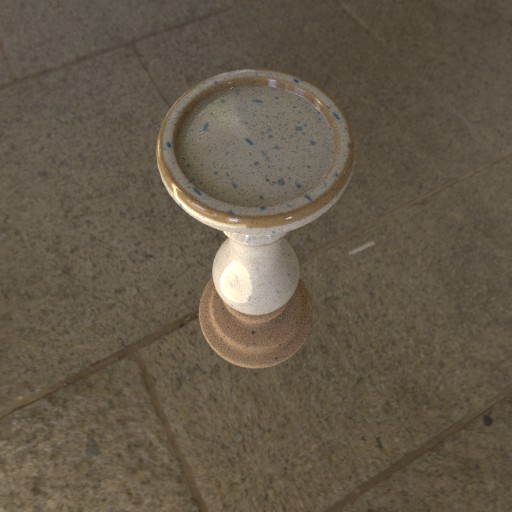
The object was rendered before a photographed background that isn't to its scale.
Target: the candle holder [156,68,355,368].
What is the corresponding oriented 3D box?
[{"bbox_3d":[0.000,0.000,0.257,0.088,0.203,0.088,0,64,0],"label":"candle holder"}]
